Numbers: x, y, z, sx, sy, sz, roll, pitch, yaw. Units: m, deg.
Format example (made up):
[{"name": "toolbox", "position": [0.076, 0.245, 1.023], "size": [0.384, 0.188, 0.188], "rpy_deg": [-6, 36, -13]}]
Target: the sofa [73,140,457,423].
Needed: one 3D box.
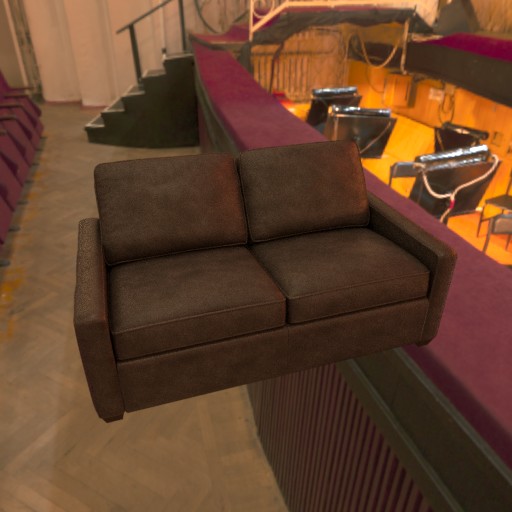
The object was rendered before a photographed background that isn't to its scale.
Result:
[{"name": "sofa", "position": [0.000, 0.000, 2.288], "size": [1.732, 0.916, 0.939], "rpy_deg": [-9, 31, -15]}]
